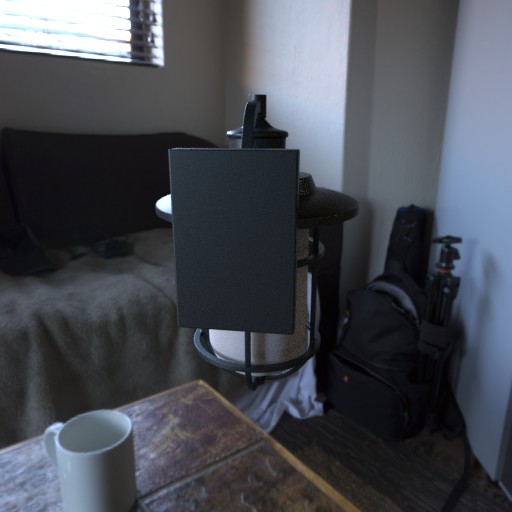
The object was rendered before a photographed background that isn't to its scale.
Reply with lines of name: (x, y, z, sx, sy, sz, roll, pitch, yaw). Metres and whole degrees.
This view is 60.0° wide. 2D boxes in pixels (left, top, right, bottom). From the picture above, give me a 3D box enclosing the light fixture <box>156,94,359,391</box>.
light fixture: (0.000, 0.000, 0.501, 0.222, 0.345, 0.252, 2, 16, 8)
